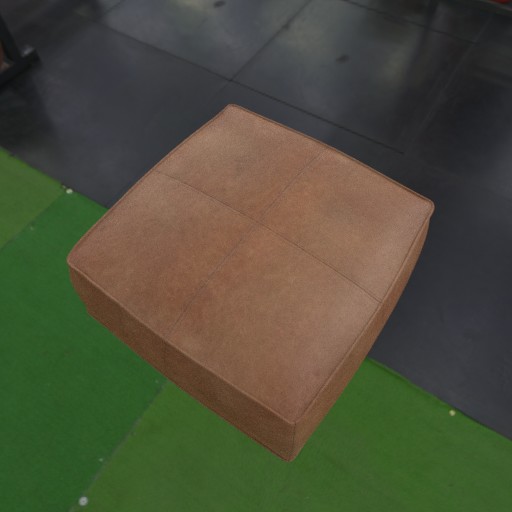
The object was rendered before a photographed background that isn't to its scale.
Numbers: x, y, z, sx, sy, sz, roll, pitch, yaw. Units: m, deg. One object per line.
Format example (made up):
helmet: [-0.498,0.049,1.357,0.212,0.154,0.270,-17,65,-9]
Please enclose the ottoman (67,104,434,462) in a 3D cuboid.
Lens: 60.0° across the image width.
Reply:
ottoman: [0.000,0.000,1.439,0.901,0.395,0.902,31,64,17]
